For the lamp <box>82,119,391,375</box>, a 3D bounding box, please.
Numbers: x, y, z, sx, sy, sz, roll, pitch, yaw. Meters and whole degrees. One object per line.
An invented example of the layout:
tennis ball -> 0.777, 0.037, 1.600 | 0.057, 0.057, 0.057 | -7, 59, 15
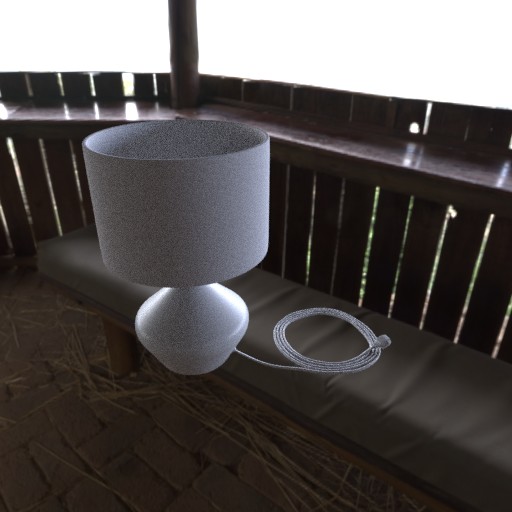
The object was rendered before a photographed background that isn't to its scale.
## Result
lamp -> 0.000, 0.000, 0.850 | 0.546, 0.457, 0.401 | 9, 29, 17
